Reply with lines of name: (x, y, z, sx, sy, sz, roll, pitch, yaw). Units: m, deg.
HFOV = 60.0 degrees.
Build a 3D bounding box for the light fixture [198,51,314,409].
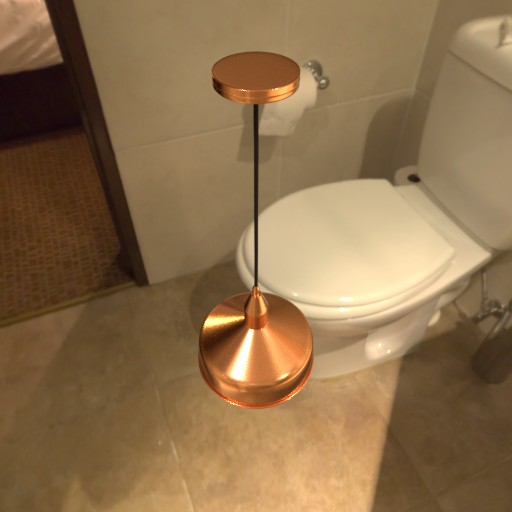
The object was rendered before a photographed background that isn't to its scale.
light fixture: (0.000, 0.000, 0.888, 0.301, 0.754, 0.301, 23, 51, 20)
